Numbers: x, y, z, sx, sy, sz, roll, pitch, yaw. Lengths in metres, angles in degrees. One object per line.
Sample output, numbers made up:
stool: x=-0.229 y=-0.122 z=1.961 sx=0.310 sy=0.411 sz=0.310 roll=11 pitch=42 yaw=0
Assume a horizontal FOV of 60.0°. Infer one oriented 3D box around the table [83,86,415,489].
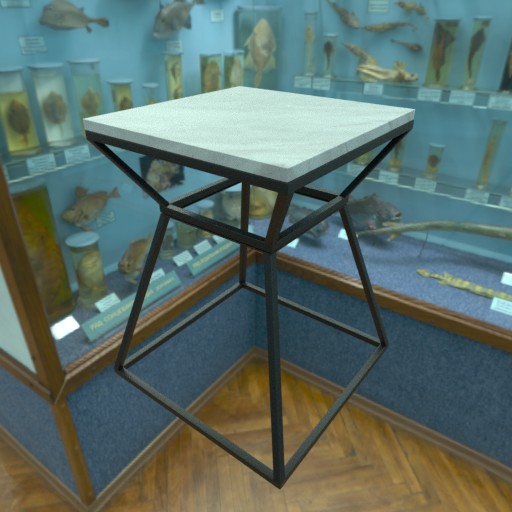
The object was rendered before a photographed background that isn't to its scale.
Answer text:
table: x=0.000 y=0.000 z=0.895 sx=0.455 sy=0.559 sz=0.455 roll=21 pitch=36 yaw=32
